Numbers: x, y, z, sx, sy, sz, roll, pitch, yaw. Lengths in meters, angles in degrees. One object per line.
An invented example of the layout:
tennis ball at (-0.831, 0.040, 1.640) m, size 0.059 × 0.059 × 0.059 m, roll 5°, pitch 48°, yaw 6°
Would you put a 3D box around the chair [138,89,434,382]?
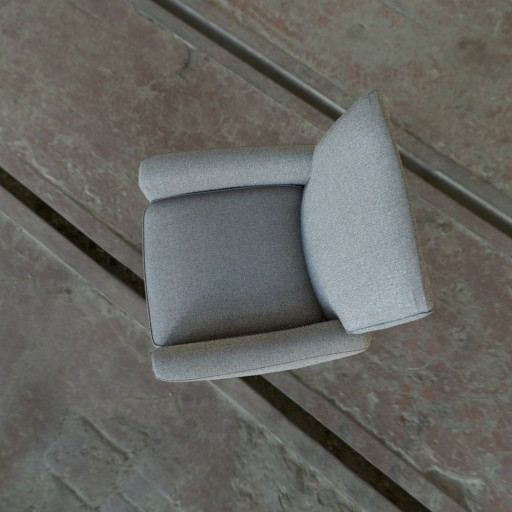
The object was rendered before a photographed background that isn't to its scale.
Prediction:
chair at (0.000, 0.000, 1.655) m, size 0.864 × 1.014 × 0.848 m, roll -7°, pitch 75°, yaw -2°
